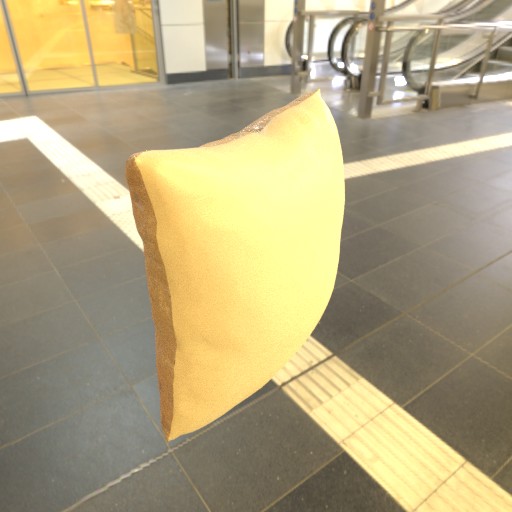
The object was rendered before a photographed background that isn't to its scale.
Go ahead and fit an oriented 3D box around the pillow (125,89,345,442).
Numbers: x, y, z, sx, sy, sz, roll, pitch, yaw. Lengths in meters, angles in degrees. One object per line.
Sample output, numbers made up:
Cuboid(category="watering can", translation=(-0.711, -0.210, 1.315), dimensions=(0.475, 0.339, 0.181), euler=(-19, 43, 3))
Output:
Cuboid(category="pillow", translation=(0.000, 0.000, 0.713), dimensions=(0.245, 0.448, 0.450), euler=(19, 36, 29))
